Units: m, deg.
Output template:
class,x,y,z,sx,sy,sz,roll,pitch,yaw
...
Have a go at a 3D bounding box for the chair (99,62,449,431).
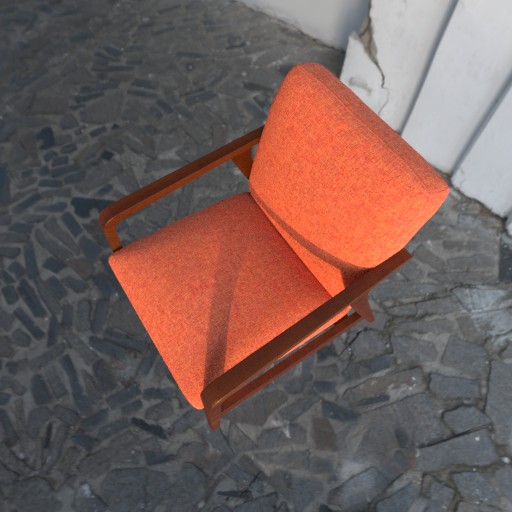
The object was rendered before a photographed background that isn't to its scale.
class,x,y,z,sx,sy,sz,roll,pitch,yaw
chair,0.000,0.000,1.501,0.860,0.890,0.719,-30,66,-15
